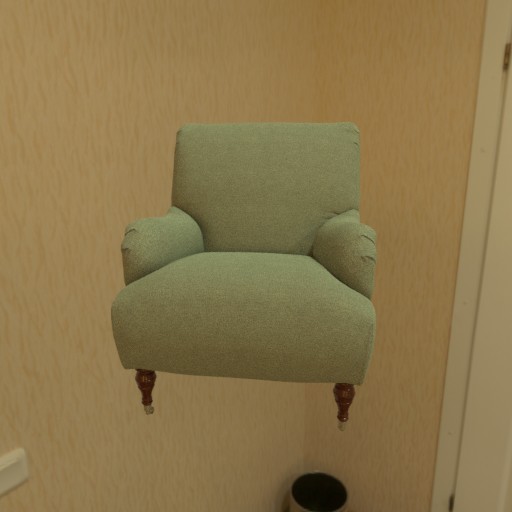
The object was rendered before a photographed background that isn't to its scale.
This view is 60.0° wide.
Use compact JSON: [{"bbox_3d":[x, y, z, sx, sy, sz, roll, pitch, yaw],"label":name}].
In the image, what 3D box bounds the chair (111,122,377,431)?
[{"bbox_3d":[0.000,0.000,1.974,0.964,1.178,1.060,2,14,8],"label":"chair"}]
